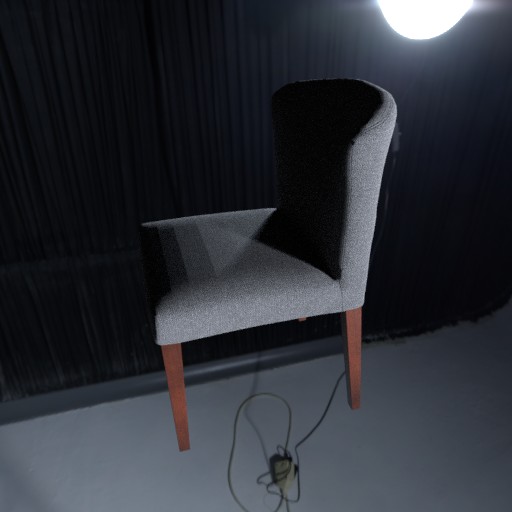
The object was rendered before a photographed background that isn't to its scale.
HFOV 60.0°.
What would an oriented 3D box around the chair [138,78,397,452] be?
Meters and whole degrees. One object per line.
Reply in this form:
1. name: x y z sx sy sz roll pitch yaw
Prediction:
1. chair: 0.000 0.000 1.171 0.589 0.839 0.491 -8 32 -14
